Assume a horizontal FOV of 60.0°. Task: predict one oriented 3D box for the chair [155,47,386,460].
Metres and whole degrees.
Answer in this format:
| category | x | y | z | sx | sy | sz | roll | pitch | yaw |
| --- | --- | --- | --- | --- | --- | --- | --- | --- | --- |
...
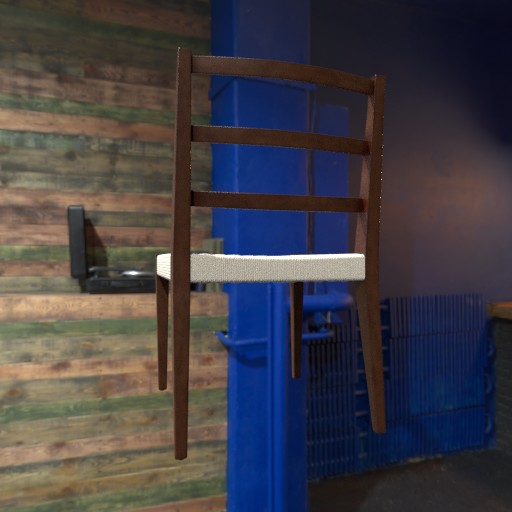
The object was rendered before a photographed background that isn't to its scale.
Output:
| category | x | y | z | sx | sy | sz | roll | pitch | yaw |
| --- | --- | --- | --- | --- | --- | --- | --- | --- | --- |
| chair | 0.000 | 0.000 | 1.165 | 0.480 | 0.813 | 0.551 | 0 | -1 | -17 |
